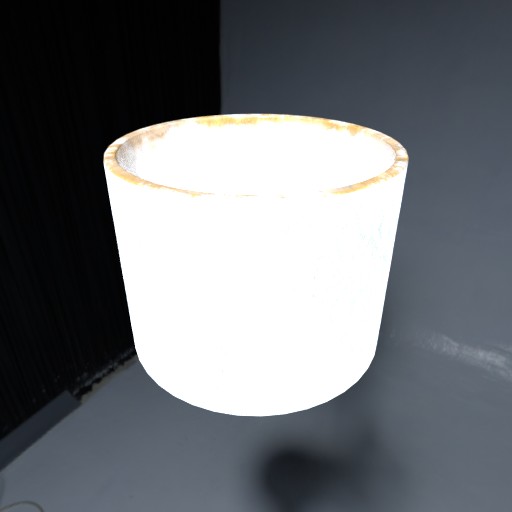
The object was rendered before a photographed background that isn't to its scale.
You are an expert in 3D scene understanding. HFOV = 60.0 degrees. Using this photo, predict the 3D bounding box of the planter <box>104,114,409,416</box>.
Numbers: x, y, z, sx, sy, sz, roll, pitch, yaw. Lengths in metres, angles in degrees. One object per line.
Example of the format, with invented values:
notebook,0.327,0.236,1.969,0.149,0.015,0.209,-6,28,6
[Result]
planter,0.000,0.000,0.440,0.255,0.223,0.255,0,29,0
